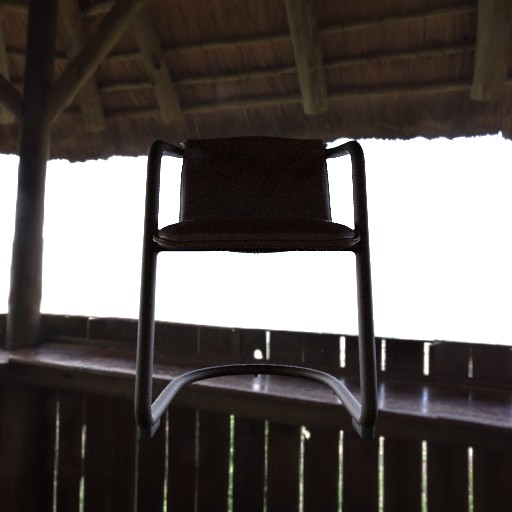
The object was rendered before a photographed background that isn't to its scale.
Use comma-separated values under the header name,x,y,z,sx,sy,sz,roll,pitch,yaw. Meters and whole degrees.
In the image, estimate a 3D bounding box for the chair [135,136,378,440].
name,x,y,z,sx,sy,sz,roll,pitch,yaw
chair,0.000,0.000,1.268,0.536,0.836,0.664,0,-2,0
